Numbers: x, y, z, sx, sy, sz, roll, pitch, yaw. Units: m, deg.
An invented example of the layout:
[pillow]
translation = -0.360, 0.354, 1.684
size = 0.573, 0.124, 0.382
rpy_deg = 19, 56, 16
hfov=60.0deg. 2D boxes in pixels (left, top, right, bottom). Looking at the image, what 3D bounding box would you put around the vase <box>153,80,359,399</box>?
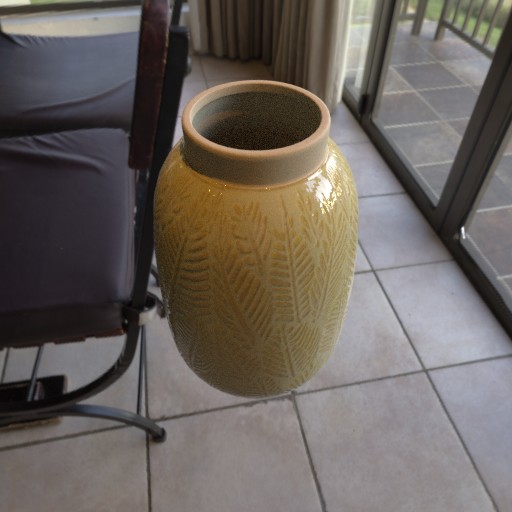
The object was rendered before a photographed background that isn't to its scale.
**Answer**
[vase]
translation = 0.000, 0.000, 0.385
size = 0.172, 0.270, 0.172
rpy_deg = 0, 47, 0
